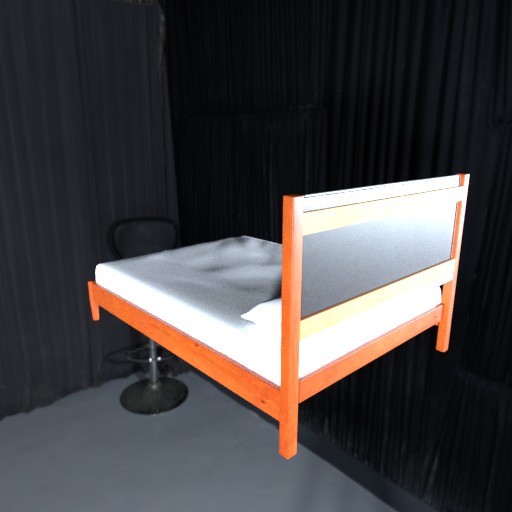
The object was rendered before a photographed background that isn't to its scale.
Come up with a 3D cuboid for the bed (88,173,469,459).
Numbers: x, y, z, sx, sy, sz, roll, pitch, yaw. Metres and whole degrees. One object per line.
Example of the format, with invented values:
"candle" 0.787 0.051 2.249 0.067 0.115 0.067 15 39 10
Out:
"bed" 0.000 0.000 3.068 1.566 1.165 2.117 -13 20 -41
